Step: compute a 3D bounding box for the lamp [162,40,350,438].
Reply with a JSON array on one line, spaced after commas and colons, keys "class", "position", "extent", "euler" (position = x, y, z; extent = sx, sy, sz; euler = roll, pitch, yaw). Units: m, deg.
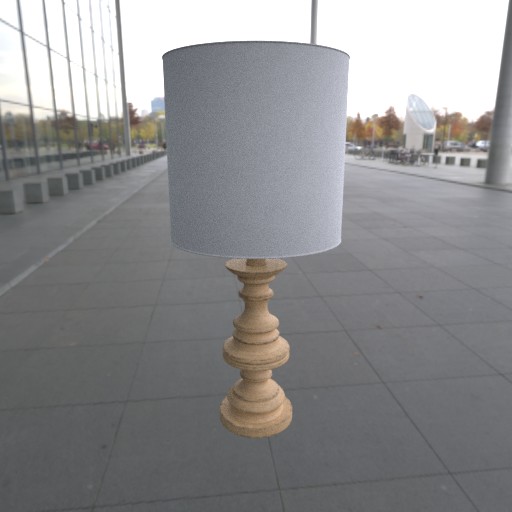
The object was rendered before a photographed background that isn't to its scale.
[{"class": "lamp", "position": [0.000, 0.000, 0.557], "extent": [0.208, 0.455, 0.208], "euler": [2, 15, 9]}]
